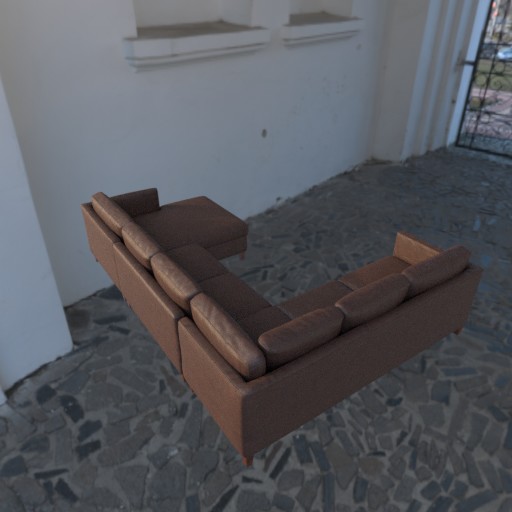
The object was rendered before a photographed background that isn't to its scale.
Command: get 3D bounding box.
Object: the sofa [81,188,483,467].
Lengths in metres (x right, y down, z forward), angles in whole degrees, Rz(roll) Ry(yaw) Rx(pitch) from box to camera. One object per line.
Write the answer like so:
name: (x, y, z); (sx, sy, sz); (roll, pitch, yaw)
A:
sofa: (0.000, 0.000, 4.635); (2.593, 0.923, 3.460); (-20, 36, -29)
